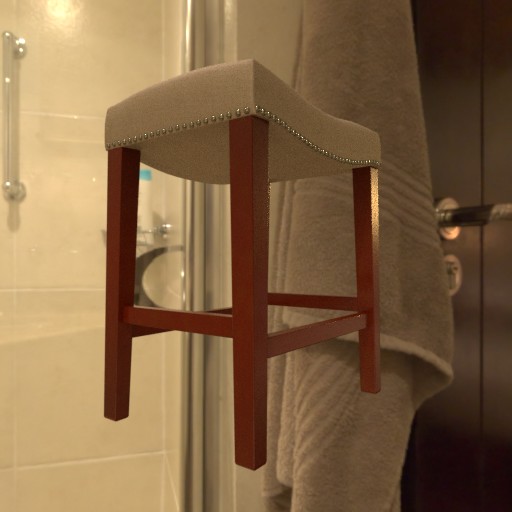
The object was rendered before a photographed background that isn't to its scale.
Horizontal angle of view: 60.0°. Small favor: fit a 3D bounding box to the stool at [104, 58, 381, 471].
[{"bbox_3d":[0.000,0.000,0.953,0.375,0.632,0.509,0,-1,37],"label":"stool"}]
